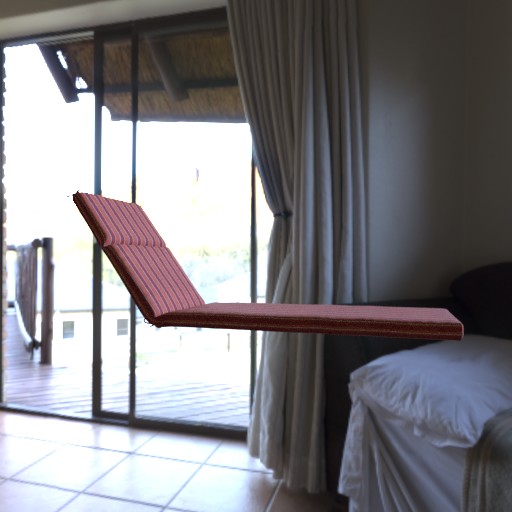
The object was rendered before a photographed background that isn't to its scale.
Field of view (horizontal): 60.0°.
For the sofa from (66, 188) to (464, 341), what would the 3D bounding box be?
[{"bbox_3d":[0.000,0.000,2.017,1.663,0.622,0.582,0,-1,18],"label":"sofa"}]
